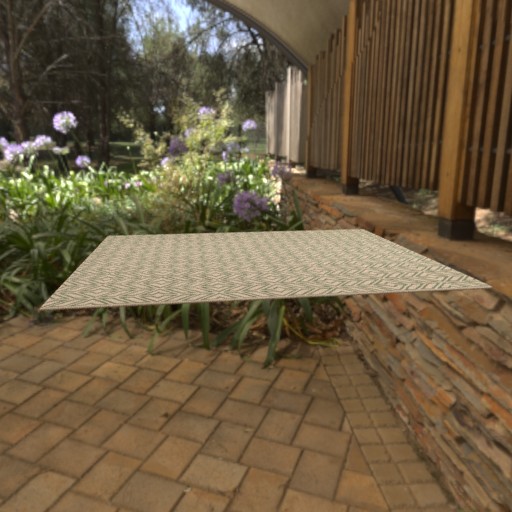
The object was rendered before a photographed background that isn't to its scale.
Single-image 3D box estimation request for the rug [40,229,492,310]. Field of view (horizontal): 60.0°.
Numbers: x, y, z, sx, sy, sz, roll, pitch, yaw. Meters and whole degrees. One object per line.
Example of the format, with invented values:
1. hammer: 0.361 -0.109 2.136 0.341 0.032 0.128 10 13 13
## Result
1. rug: 0.000 0.000 4.104 3.050 0.017 2.441 -2 13 -8
